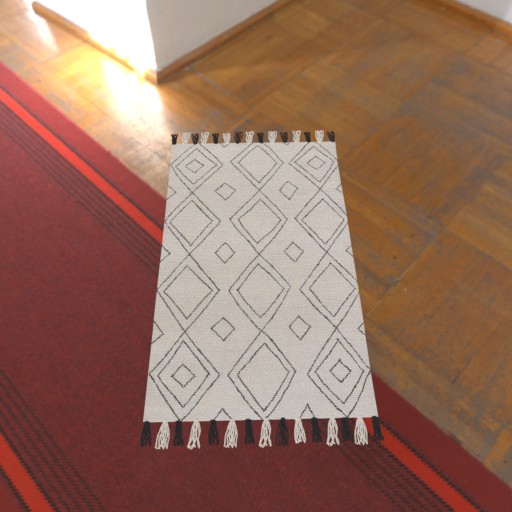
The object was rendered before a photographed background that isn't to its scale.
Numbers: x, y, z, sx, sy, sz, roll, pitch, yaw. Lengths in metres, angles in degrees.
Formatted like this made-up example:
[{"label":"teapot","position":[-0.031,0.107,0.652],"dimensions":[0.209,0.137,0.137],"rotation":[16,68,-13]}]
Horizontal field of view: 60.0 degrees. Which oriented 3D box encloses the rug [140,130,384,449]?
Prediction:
[{"label":"rug","position":[0.000,0.000,3.433],"dimensions":[1.524,0.021,2.755],"rotation":[-1,58,-1]}]
